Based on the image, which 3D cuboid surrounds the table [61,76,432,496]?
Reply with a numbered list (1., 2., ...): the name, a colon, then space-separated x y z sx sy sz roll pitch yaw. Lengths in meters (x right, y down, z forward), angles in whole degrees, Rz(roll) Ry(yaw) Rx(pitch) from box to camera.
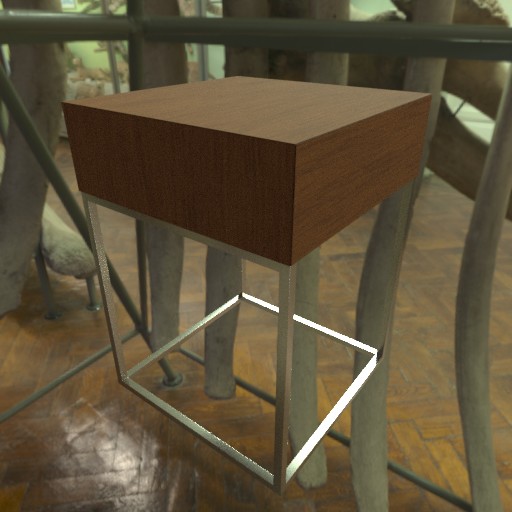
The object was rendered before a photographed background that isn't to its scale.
1. table: 0.000 0.000 0.794 0.398 0.540 0.397 20 34 32
